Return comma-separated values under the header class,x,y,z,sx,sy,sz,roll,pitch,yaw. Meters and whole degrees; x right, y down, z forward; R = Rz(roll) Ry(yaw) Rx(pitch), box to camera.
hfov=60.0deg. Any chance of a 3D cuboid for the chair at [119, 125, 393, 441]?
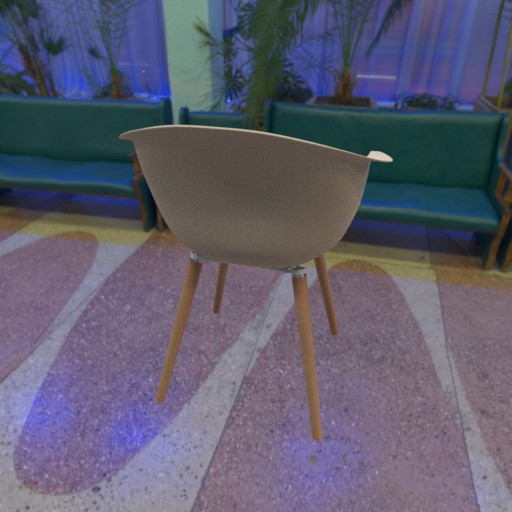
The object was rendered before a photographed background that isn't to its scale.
class,x,y,z,sx,sy,sz,roll,pitch,yaw
chair,0.000,0.000,1.140,0.593,0.781,0.504,8,32,14
